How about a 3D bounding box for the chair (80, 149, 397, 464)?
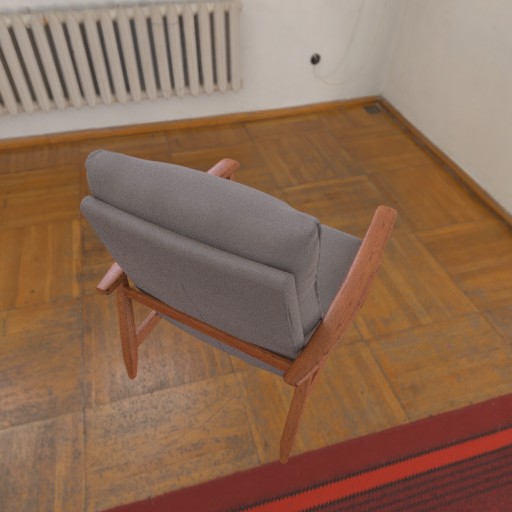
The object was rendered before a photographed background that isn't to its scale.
[{"bbox_3d":[0.000,0.000,1.509,0.782,0.922,0.816,21,48,20],"label":"chair"}]
